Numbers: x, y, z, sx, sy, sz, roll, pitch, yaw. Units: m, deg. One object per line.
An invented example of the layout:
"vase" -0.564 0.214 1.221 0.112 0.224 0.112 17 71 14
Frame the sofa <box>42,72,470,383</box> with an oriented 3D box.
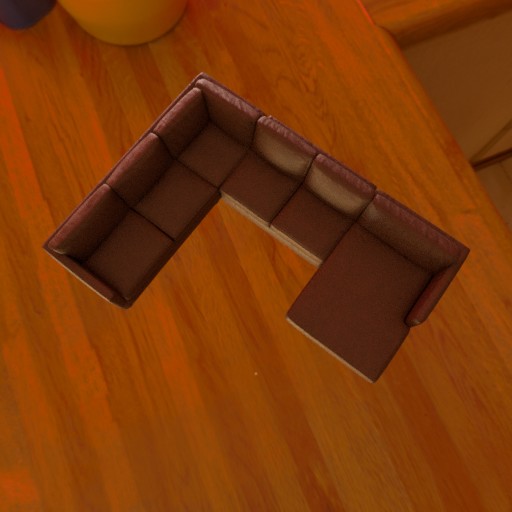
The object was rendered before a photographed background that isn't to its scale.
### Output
"sofa" 0.000 0.000 4.643 3.460 0.923 2.593 36 78 9
